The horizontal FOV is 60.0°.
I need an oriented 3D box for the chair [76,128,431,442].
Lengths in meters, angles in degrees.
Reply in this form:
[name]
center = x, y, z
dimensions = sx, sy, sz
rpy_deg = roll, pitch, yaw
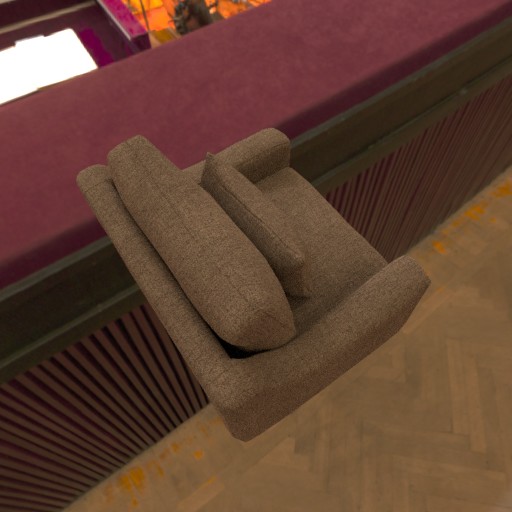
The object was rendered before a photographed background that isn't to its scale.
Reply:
[chair]
center = 0.000, 0.000, 1.945
dimensions = 1.009, 1.037, 1.138
rpy_deg = -30, 63, -18
